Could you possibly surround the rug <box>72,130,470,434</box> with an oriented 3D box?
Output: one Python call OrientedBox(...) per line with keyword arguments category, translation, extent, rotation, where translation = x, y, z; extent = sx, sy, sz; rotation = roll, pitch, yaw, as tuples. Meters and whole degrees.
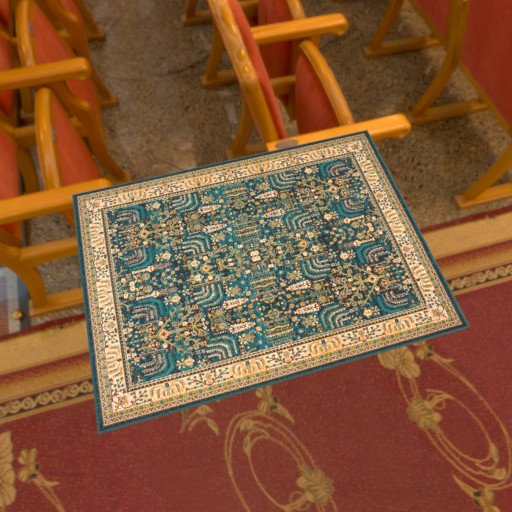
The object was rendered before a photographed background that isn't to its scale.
OrientedBox(category="rug", translation=(0.000, 0.000, 3.953), extent=(3.044, 0.015, 2.226), rotation=(-14, 64, -7))
